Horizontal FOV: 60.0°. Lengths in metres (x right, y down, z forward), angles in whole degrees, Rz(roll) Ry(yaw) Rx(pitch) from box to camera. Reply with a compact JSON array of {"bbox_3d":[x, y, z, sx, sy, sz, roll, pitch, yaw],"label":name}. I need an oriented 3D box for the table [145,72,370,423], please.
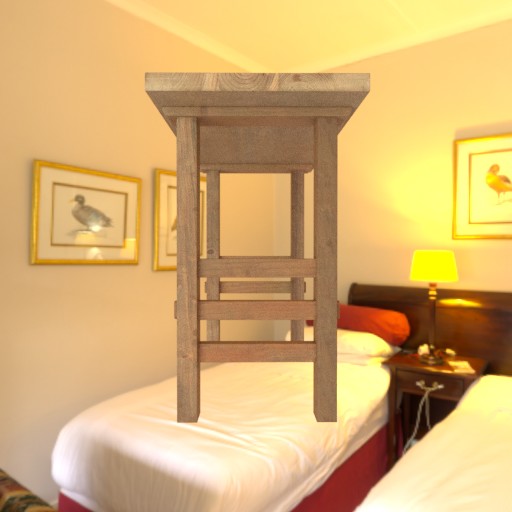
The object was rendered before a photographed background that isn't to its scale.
[{"bbox_3d":[0.000,0.000,1.654,0.556,0.914,1.119,0,1,0],"label":"table"}]
